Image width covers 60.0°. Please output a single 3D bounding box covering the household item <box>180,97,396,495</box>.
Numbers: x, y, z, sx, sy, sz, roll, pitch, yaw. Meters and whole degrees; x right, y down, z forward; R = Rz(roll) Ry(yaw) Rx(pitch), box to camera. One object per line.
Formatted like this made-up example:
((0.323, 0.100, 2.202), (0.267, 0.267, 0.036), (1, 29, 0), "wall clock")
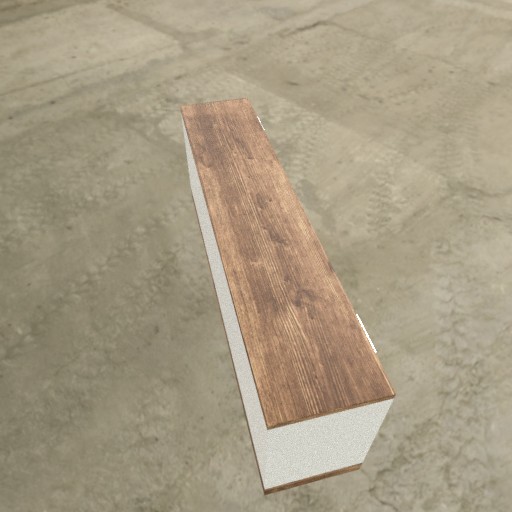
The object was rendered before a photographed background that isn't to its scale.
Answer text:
((0.000, 0.000, 2.037), (0.390, 0.615, 1.800), (-10, 47, -10), "household item")
